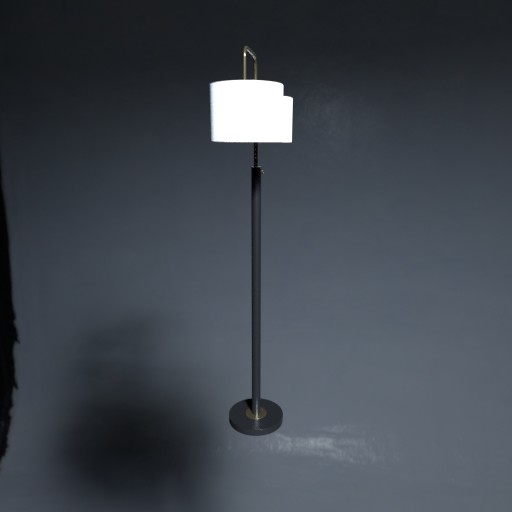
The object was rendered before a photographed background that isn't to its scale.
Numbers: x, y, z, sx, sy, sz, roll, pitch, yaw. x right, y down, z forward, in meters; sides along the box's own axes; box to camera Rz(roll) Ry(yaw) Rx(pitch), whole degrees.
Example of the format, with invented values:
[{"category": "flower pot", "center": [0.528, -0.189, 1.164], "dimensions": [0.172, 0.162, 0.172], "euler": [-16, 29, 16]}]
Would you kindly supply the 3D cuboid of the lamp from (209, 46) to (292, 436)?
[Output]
[{"category": "lamp", "center": [0.000, 0.000, 1.899], "dimensions": [0.254, 1.587, 0.711], "euler": [2, 14, 8]}]
